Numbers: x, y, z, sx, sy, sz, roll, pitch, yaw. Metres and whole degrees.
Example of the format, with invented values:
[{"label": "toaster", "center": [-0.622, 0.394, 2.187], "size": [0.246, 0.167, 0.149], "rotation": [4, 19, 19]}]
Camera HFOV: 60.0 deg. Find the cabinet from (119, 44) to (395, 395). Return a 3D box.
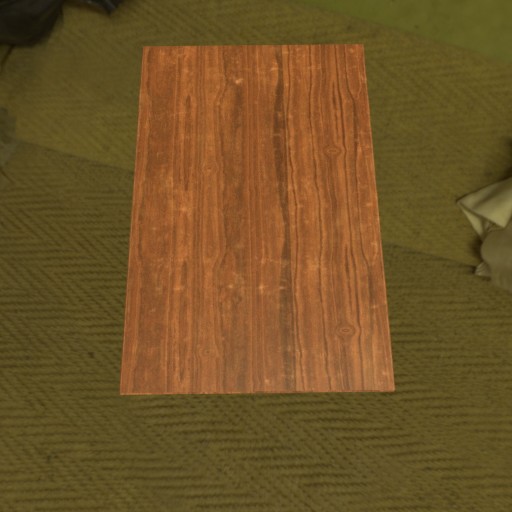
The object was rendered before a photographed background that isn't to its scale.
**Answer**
[{"label": "cabinet", "center": [0.000, 0.000, 1.061], "size": [0.410, 0.695, 0.607], "rotation": [-1, 74, 0]}]
